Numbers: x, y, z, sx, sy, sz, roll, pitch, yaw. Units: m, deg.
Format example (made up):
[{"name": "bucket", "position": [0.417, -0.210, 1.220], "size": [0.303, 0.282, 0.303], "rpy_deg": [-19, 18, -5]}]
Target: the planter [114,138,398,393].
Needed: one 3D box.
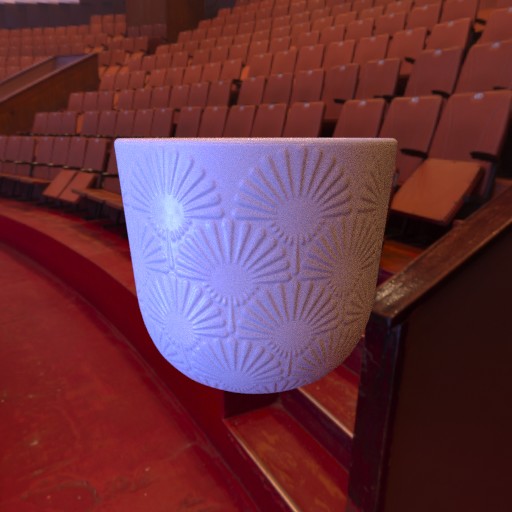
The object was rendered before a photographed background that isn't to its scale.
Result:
[{"name": "planter", "position": [0.000, 0.000, 0.296], "size": [0.170, 0.152, 0.170], "rpy_deg": [0, 15, 0]}]
